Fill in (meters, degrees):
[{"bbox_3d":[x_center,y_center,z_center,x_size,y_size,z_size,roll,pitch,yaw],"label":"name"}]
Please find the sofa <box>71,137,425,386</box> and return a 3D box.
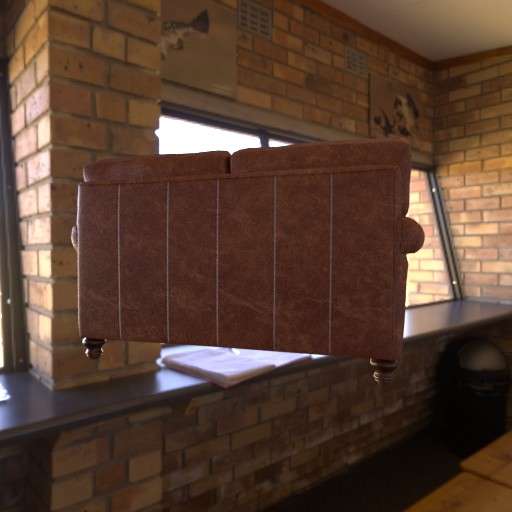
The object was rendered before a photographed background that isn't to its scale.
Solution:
[{"bbox_3d":[0.000,0.000,2.291,1.616,0.967,0.990,0,1,18],"label":"sofa"}]
